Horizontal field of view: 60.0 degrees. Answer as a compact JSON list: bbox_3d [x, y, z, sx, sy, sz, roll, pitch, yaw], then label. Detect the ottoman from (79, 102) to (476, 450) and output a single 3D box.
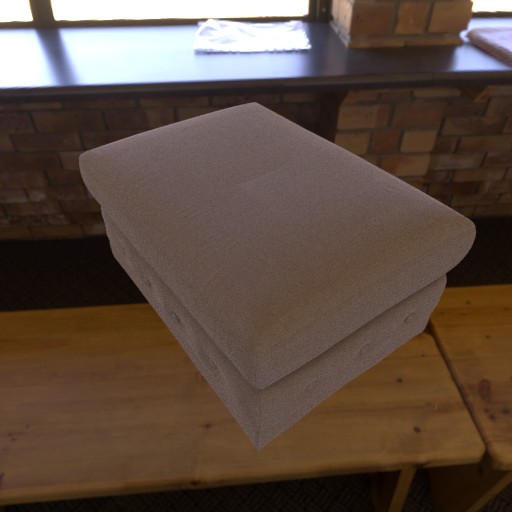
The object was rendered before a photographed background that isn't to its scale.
[{"bbox_3d":[0.000,0.000,1.130,0.569,0.500,0.771,-26,48,-26],"label":"ottoman"}]
